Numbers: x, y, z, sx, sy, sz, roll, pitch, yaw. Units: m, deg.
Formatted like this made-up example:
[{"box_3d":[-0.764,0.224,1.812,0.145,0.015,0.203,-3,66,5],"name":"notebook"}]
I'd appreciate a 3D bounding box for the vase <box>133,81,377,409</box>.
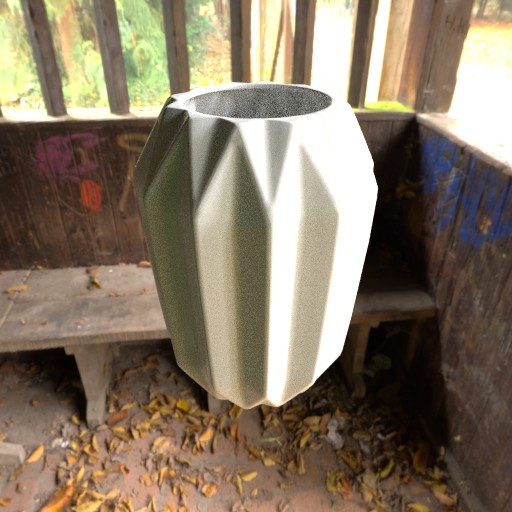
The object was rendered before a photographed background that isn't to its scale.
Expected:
[{"box_3d":[0.000,0.000,0.400,0.195,0.275,0.195,0,32,0],"name":"vase"}]
